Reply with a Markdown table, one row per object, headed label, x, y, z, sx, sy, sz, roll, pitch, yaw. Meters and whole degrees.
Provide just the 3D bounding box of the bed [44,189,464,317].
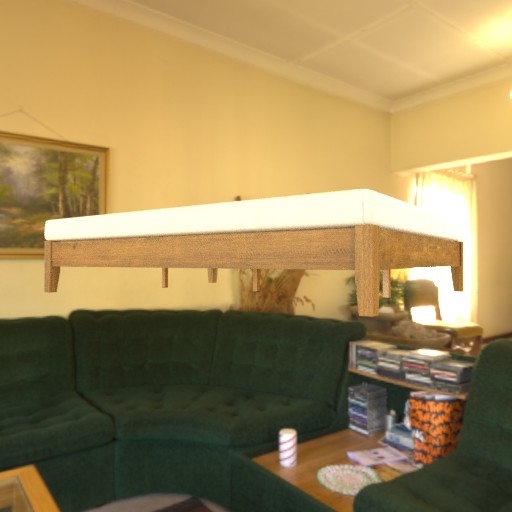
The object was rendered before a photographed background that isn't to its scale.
| label | x | y | z | sx | sy | sz | roll | pitch | yaw |
| --- | --- | --- | --- | --- | --- | --- | --- | --- | --- |
| bed | 0.000 | 0.000 | 2.658 | 2.016 | 0.431 | 1.536 | -1 | -1 | 35 |
